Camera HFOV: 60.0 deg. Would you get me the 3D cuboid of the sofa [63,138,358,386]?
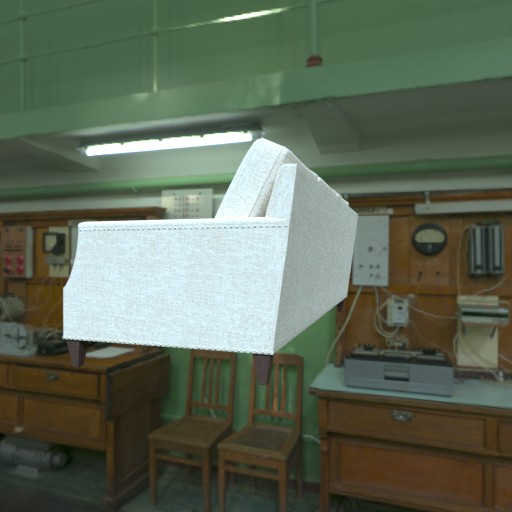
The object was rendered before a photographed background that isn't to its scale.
[{"bbox_3d":[0.000,0.000,2.776,1.041,0.940,2.210,0,0,18],"label":"sofa"}]
